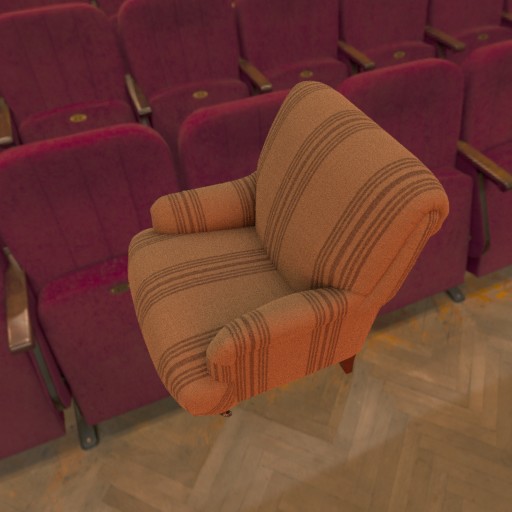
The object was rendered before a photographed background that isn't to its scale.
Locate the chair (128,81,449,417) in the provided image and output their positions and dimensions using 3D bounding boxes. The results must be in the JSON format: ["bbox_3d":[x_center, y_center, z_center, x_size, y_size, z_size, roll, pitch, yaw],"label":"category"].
[{"bbox_3d":[0.000,0.000,1.599,0.914,0.940,0.813,-17,48,-16],"label":"chair"}]
